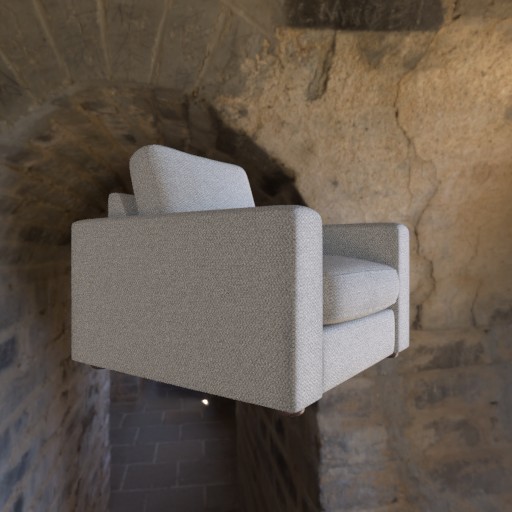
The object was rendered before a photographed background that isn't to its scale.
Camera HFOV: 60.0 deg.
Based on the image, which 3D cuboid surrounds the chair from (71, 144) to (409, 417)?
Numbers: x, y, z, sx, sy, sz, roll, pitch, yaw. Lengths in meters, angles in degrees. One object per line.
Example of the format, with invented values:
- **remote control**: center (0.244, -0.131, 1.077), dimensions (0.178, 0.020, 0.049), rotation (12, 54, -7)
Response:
- **chair**: center (0.000, 0.000, 1.789), dimensions (1.016, 0.873, 1.005), rotation (0, 0, 35)
